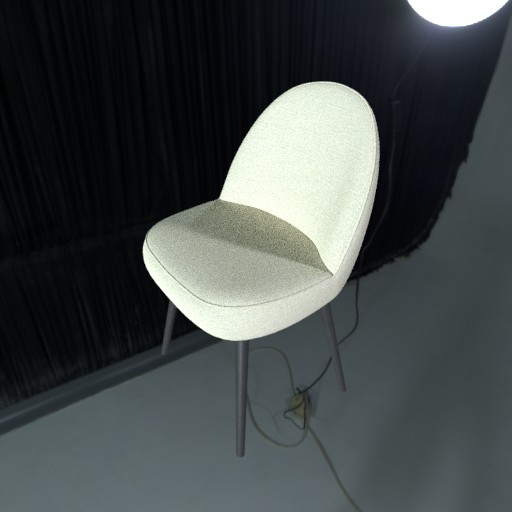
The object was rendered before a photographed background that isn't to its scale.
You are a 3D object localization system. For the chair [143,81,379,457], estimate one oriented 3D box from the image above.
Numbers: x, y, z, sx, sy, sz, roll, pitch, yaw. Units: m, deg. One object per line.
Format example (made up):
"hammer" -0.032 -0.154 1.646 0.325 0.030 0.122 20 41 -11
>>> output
"chair" 0.000 0.000 1.207 0.540 0.838 0.532 -21 38 -29
